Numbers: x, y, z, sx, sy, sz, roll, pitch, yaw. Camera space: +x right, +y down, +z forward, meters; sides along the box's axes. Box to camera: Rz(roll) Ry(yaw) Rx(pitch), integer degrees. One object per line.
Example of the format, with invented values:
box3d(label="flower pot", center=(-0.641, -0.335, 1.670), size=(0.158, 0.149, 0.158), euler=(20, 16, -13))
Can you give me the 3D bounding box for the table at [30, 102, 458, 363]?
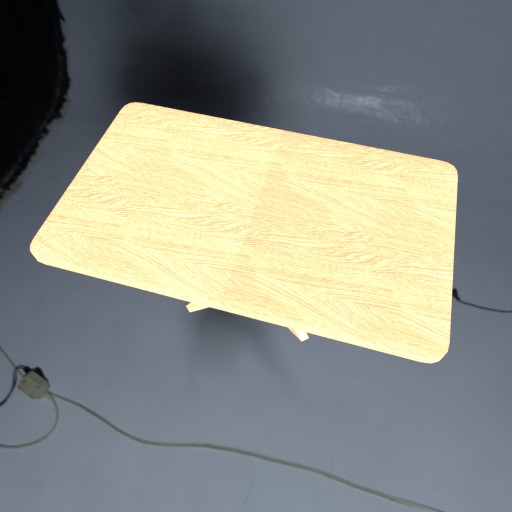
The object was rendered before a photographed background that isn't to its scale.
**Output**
box3d(label="table", center=(0.000, 0.000, 2.163), size=(1.600, 0.770, 0.950), euler=(13, 58, 9))
